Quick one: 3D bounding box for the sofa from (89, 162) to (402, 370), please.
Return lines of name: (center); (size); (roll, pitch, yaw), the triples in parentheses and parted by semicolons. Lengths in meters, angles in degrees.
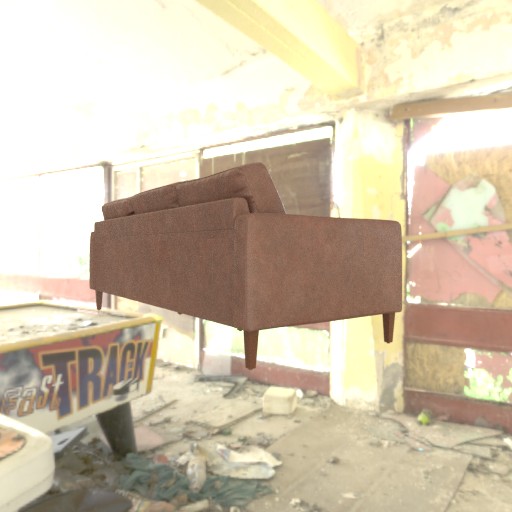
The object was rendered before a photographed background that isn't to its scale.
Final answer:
sofa: (0.000, 0.000, 2.982); (1.613, 0.841, 2.185); (-1, 1, -35)
